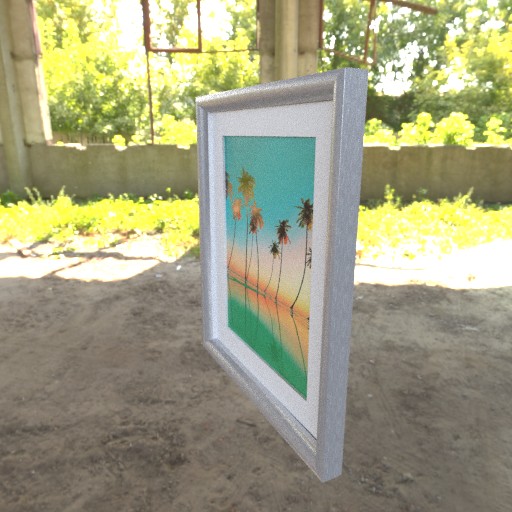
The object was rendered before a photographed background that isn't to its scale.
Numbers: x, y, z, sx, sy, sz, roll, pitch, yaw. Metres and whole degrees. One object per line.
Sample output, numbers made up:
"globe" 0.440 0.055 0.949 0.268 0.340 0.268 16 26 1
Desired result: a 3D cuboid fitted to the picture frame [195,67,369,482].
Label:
"picture frame" 0.000 0.000 0.529 0.027 0.378 0.327 -8 17 -26
